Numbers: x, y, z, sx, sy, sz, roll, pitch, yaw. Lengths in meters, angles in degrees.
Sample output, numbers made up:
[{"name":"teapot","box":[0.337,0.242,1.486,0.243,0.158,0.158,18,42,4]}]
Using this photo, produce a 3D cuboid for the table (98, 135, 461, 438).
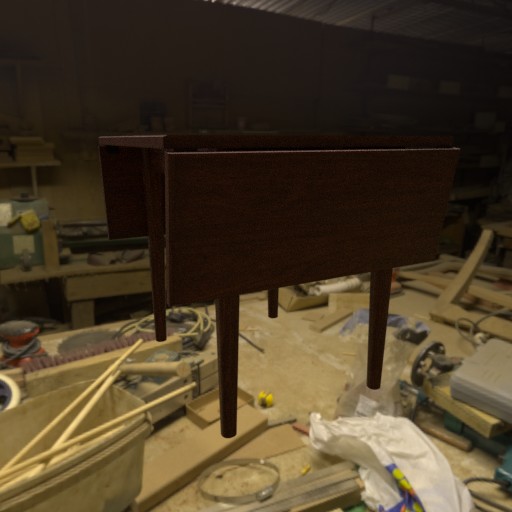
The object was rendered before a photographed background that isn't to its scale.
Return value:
[{"name":"table","box":[0.000,0.000,1.464,0.812,0.763,0.843,-8,17,-27]}]
